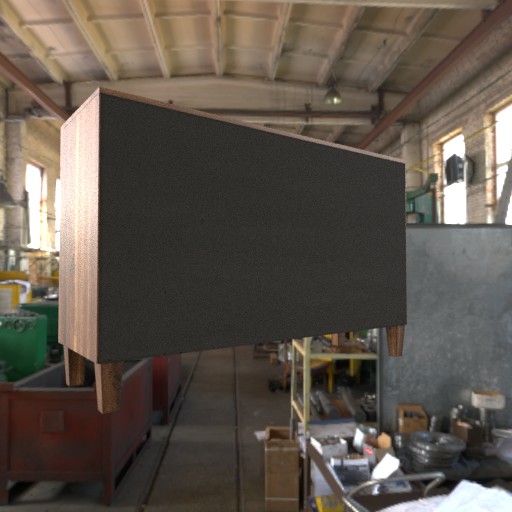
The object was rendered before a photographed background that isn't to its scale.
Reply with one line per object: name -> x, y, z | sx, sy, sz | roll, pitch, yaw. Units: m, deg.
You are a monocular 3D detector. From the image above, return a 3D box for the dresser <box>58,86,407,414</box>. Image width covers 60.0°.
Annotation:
dresser -> 0.000, 0.000, 1.783 | 1.387, 0.892, 0.438 | 1, -2, -37
